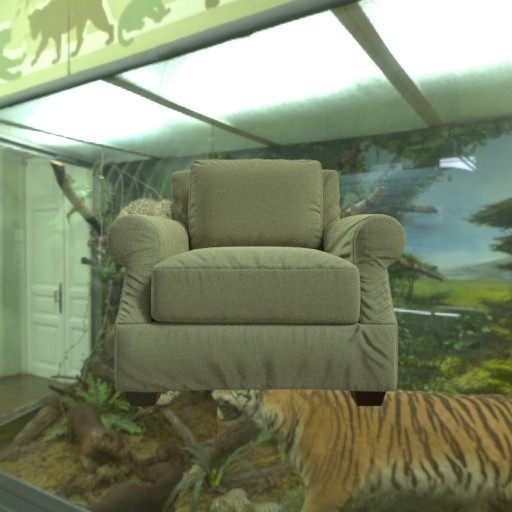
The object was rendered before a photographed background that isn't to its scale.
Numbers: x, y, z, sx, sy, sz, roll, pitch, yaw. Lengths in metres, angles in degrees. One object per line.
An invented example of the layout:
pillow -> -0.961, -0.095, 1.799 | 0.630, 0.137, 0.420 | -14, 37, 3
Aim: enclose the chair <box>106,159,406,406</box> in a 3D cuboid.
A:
chair -> 0.000, 0.000, 1.755 | 0.940, 0.866, 1.066 | 0, 1, 0
